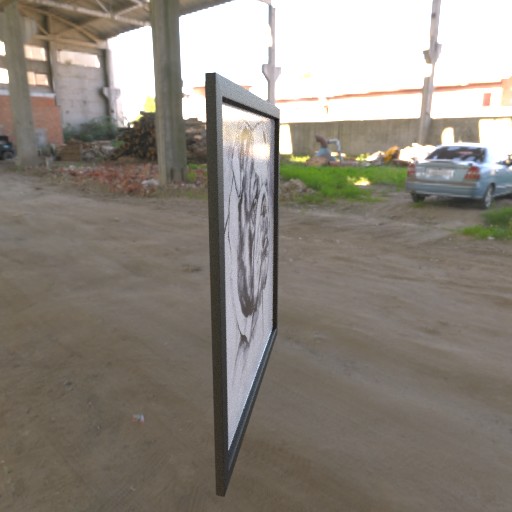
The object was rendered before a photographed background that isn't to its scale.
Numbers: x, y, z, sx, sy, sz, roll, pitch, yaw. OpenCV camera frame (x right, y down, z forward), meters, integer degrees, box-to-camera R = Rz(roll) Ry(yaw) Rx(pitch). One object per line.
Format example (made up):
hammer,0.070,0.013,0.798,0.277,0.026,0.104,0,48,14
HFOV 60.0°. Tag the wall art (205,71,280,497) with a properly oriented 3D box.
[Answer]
wall art,0.000,0.000,0.969,0.016,0.659,0.663,3,15,10
